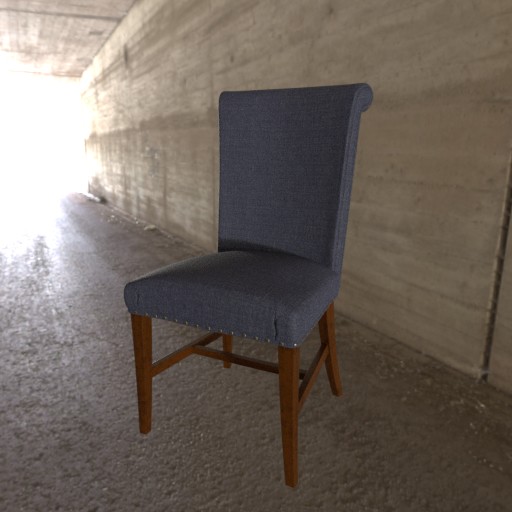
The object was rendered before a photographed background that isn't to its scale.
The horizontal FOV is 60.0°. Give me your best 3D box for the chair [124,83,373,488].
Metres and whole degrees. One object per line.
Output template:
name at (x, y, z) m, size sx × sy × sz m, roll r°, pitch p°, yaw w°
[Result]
chair at (0.000, 0.000, 1.309) m, size 0.513 × 0.988 × 0.608 m, roll 7°, pitch 16°, yaw 26°
